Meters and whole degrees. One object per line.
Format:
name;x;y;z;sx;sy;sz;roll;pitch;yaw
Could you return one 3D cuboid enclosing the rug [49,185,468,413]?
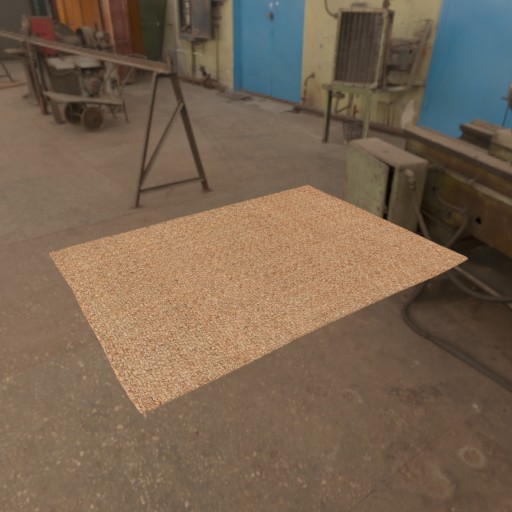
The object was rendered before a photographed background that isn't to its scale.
rug;0.000;0.000;2.778;2.141;0.013;1.566;-19;35;-29
